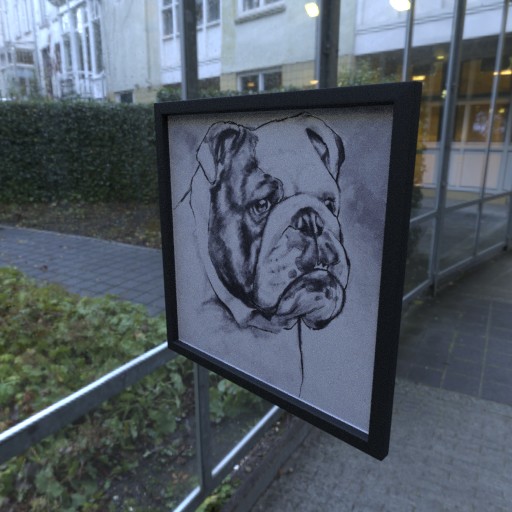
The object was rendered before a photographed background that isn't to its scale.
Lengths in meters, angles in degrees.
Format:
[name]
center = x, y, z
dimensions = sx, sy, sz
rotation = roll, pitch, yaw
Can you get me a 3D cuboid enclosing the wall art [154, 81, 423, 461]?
[wall art]
center = 0.000, 0.000, 0.661
dimensions = 0.456, 0.453, 0.022
rotation = 14, 20, 41
